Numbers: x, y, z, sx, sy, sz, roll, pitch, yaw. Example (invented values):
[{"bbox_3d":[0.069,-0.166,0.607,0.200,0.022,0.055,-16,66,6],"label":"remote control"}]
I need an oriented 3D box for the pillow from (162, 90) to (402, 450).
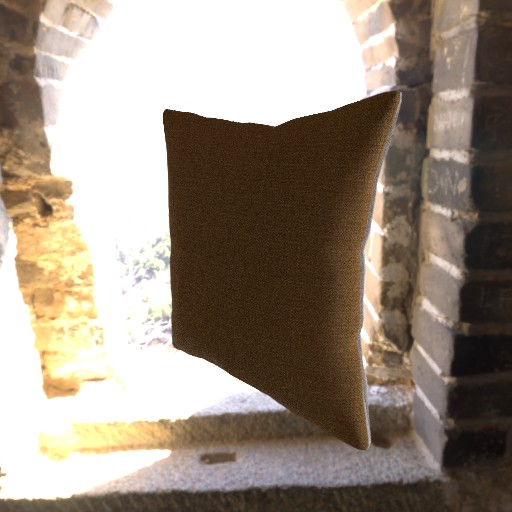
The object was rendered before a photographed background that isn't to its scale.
[{"bbox_3d":[0.000,0.000,0.656,0.432,0.437,0.147,13,19,43],"label":"pillow"}]
